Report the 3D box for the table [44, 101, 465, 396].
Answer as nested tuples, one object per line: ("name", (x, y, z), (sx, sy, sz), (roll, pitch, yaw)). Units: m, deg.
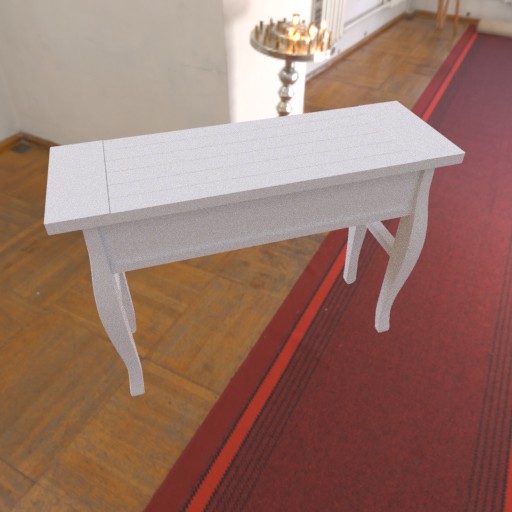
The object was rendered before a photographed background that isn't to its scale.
("table", (0.000, 0.000, 1.451), (1.062, 0.768, 0.373), (-12, 43, -13))
